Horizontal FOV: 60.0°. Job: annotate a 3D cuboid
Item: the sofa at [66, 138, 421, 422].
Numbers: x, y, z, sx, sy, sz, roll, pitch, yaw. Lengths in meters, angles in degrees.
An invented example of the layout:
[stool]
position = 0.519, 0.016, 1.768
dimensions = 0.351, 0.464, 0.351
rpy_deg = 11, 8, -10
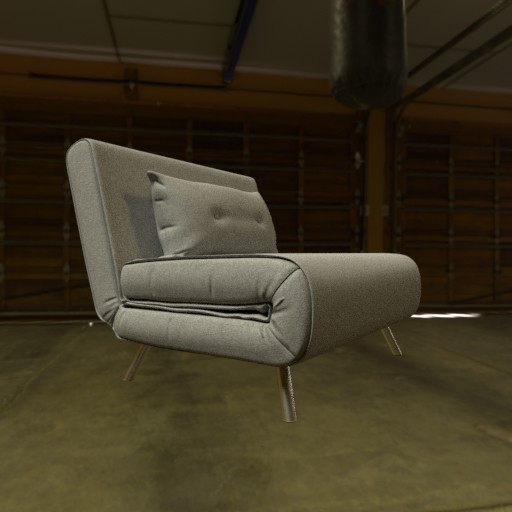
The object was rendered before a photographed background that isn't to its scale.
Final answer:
[sofa]
position = 0.000, 0.000, 1.721
dimensions = 1.000, 0.825, 1.020
rpy_deg = 0, 1, 35
